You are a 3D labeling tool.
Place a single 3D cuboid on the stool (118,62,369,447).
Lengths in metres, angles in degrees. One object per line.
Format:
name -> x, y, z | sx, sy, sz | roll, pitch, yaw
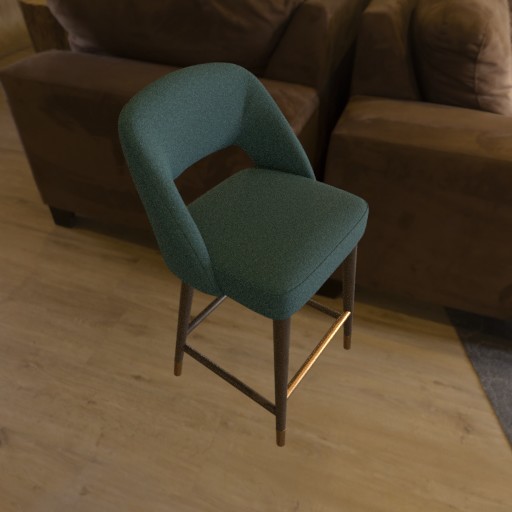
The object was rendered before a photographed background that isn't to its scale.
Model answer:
stool -> 0.000, 0.000, 1.273 | 0.522, 0.939, 0.536 | 25, 47, 26
